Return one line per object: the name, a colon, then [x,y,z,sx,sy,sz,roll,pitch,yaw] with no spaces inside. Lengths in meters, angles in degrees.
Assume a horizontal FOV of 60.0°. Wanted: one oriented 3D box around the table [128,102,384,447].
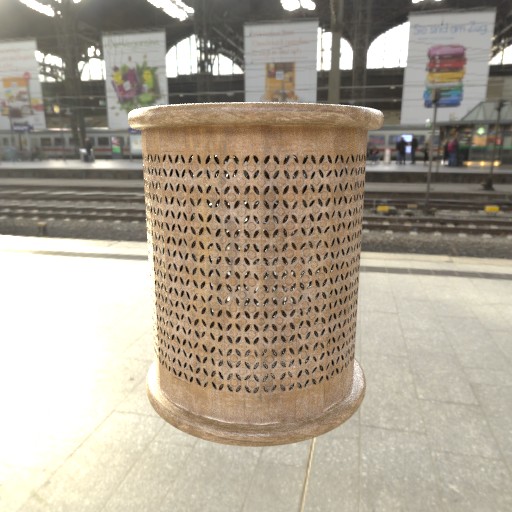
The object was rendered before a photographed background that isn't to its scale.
table: [0.000,0.000,0.787,0.407,0.482,0.407,0,14,0]
